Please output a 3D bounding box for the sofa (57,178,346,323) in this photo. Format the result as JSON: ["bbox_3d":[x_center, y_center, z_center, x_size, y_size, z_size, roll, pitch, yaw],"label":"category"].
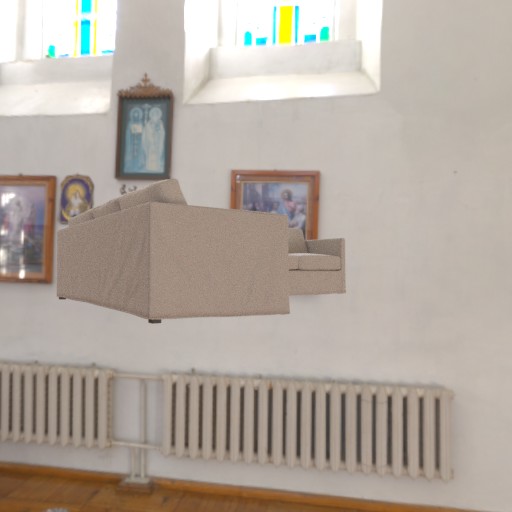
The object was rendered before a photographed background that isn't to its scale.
[{"bbox_3d":[0.000,0.000,4.357,3.182,0.871,2.432,1,-2,-36],"label":"sofa"}]
